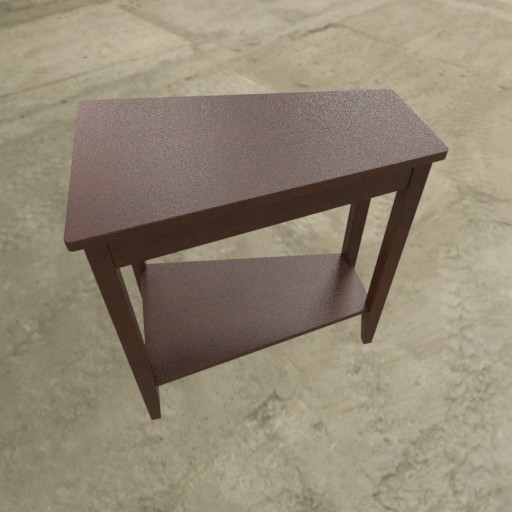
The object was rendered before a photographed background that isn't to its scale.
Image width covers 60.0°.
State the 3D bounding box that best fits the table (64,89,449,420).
[{"bbox_3d":[0.000,0.000,0.969,0.605,0.589,0.399,-9,47,-9],"label":"table"}]
